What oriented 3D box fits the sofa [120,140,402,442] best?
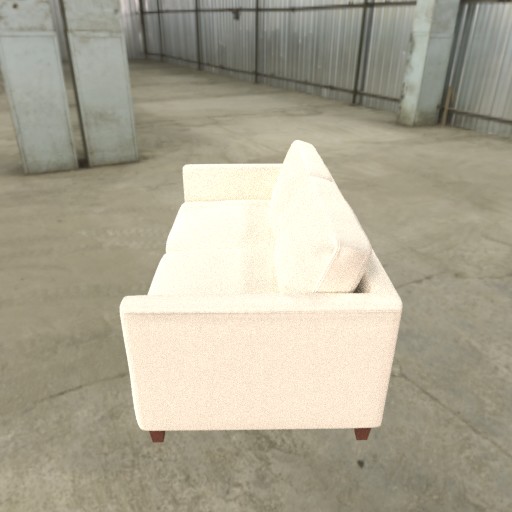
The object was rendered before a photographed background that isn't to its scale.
[{"bbox_3d":[0.000,0.000,2.284,0.964,0.888,1.702,0,27,-1],"label":"sofa"}]
